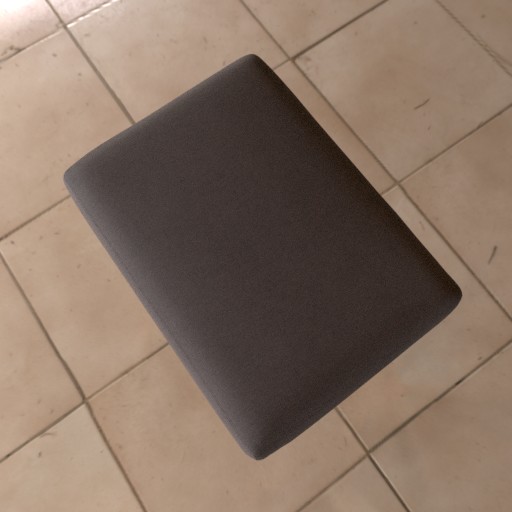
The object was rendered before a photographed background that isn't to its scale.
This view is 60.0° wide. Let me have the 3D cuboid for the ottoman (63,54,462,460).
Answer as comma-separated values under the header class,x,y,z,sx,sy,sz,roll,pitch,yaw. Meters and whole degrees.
class,x,y,z,sx,sy,sz,roll,pitch,yaw
ottoman,0.000,0.000,1.150,0.574,0.497,0.773,-35,78,-8
